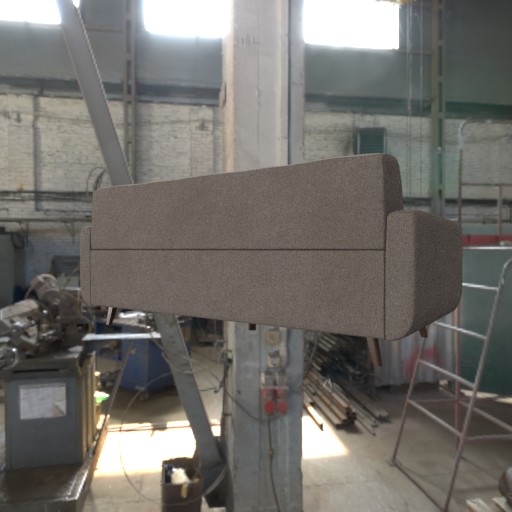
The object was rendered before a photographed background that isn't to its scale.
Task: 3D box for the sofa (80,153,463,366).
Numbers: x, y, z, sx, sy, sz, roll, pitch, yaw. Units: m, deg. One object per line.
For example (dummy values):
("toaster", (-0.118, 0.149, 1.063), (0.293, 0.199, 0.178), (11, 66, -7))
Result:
("sofa", (0.000, 0.000, 2.522), (2.029, 0.841, 0.909), (1, 1, 35))
